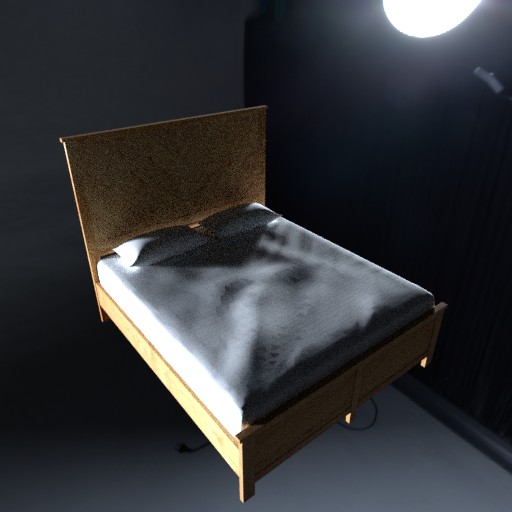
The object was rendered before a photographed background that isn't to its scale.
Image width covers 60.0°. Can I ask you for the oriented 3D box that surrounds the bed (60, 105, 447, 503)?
[{"bbox_3d":[0.000,0.000,3.435,1.936,1.686,2.201,-21,36,-32],"label":"bed"}]
